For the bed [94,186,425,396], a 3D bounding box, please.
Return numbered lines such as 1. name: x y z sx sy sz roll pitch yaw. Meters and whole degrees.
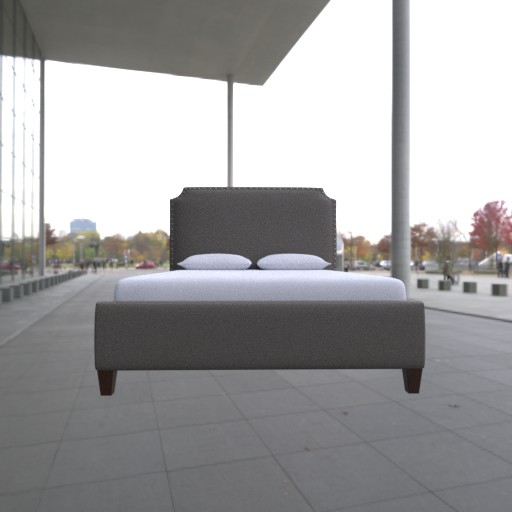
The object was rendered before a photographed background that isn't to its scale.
1. bed: 0.000 0.000 3.418 1.712 1.443 2.372 0 -1 -1
